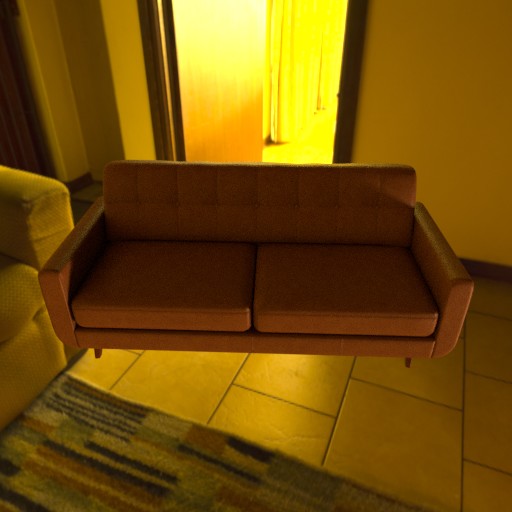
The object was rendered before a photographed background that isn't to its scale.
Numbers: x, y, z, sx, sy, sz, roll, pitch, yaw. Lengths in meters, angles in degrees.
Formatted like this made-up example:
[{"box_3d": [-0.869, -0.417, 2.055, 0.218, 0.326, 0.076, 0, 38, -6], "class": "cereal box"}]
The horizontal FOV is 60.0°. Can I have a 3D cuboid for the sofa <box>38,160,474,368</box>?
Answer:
[{"box_3d": [0.000, 0.000, 2.626, 2.137, 0.892, 0.980, 1, 32, 2], "class": "sofa"}]
